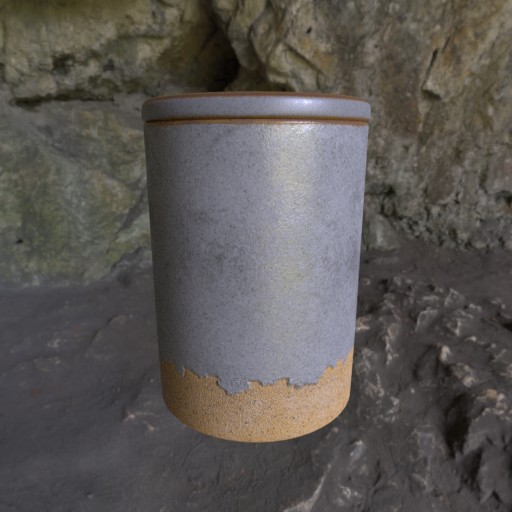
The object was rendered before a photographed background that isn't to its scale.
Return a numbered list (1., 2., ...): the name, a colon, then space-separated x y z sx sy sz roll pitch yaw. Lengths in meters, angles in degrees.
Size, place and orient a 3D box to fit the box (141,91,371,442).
1. box: 0.000 0.000 0.254 0.118 0.168 0.118 0 15 0
